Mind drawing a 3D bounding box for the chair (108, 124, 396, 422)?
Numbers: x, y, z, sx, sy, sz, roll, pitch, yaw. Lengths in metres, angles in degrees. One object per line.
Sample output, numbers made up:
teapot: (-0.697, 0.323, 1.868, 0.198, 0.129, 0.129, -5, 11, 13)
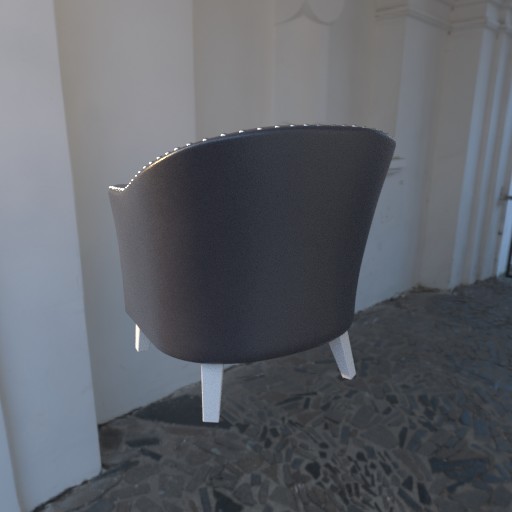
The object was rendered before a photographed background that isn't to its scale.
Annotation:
chair: (0.000, 0.000, 1.466, 0.794, 0.823, 0.748, -8, 17, -27)
